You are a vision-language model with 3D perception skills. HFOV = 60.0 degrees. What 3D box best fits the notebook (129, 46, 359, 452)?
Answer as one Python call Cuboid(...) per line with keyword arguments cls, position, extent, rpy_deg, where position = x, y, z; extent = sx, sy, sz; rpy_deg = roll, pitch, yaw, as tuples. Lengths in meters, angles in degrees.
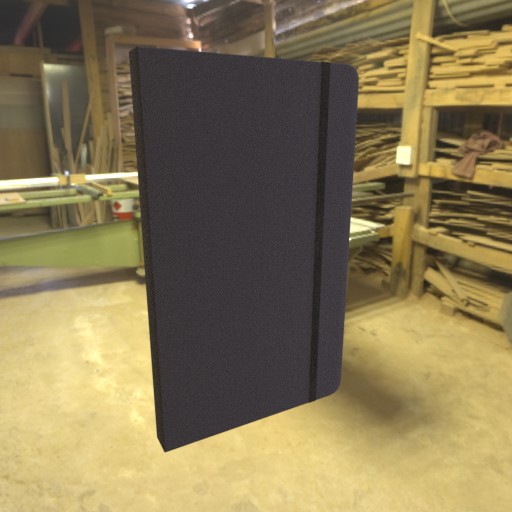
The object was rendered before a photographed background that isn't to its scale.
Cuboid(cls="notebook", position=(0.000, 0.000, 0.259), extent=(0.127, 0.213, 0.016), rpy_deg=(-9, 18, -27))
